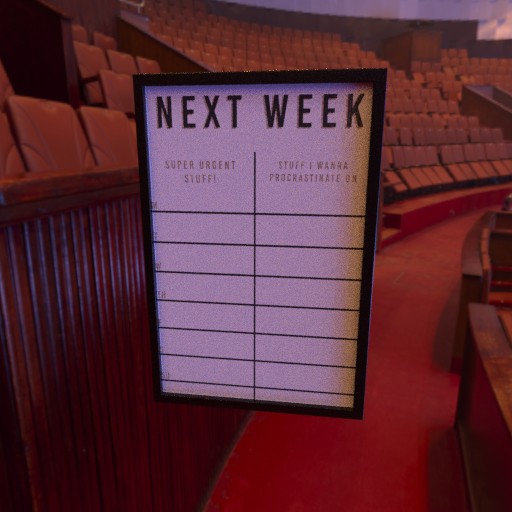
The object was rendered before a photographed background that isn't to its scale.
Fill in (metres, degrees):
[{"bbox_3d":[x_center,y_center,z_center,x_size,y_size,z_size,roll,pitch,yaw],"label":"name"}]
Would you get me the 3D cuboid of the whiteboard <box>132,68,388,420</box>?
[{"bbox_3d":[0.000,0.000,0.786,0.406,0.611,0.026,2,15,8],"label":"whiteboard"}]
